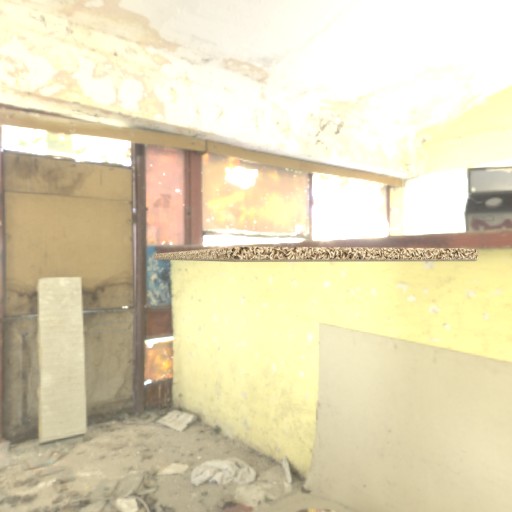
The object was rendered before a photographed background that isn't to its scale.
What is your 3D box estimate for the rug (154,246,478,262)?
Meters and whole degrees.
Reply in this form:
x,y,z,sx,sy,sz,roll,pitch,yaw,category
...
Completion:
x,y,z,sx,sy,sz,roll,pitch,yaw,category
0.000,0.000,1.669,0.609,0.030,1.524,0,0,-18,rug
